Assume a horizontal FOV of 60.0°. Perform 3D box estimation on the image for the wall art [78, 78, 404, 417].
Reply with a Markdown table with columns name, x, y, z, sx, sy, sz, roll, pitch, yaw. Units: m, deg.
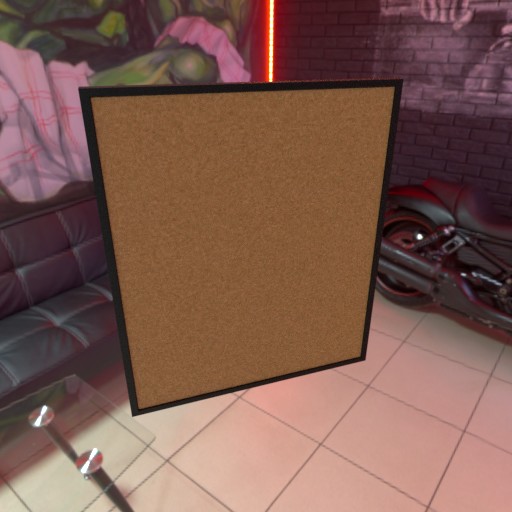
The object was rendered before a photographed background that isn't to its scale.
| name | x | y | z | sx | sy | sz | roll | pitch | yaw |
| --- | --- | --- | --- | --- | --- | --- | --- | --- | --- |
| wall art | 0.000 | 0.000 | 0.521 | 0.330 | 0.381 | 0.019 | -9 | 27 | -17 |
